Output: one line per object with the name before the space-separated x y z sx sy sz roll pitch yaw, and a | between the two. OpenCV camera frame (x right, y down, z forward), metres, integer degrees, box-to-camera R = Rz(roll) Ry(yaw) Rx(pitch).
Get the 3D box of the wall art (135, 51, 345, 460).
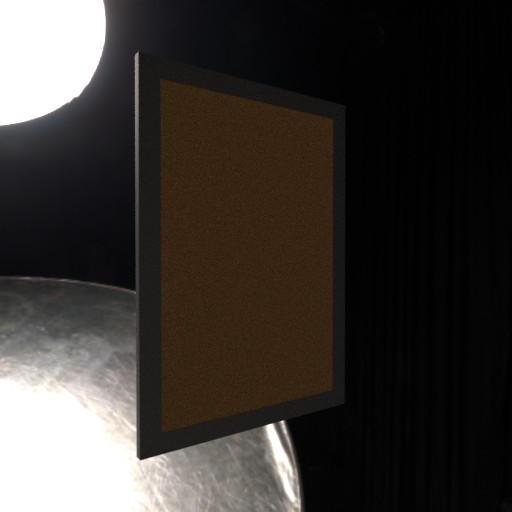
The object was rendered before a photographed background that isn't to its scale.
wall art | 0.000 0.000 0.691 0.380 0.534 0.013 -1 1 -35
